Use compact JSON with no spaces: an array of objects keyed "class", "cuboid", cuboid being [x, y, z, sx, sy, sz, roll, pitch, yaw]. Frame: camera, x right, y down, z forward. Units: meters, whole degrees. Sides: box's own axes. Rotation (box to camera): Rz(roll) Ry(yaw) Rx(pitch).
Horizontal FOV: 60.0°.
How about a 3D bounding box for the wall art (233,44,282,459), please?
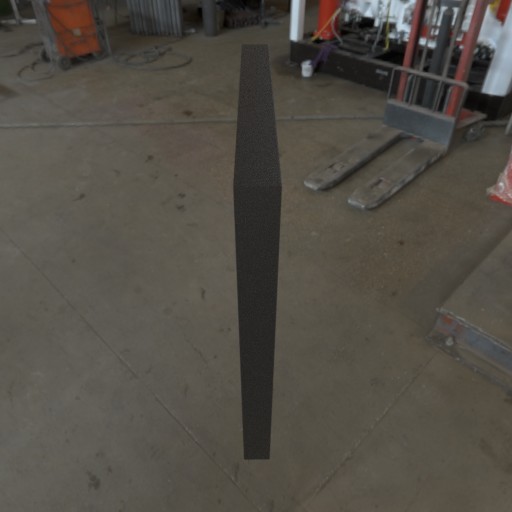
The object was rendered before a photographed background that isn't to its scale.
[{"class":"wall art","cuboid":[0.000,0.000,0.504,0.030,0.369,0.294,0,41,0]}]
